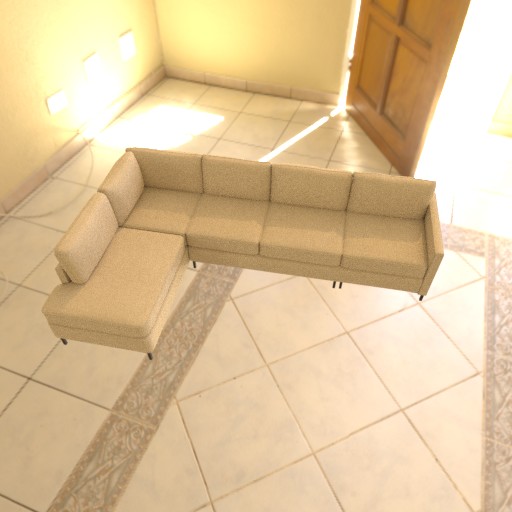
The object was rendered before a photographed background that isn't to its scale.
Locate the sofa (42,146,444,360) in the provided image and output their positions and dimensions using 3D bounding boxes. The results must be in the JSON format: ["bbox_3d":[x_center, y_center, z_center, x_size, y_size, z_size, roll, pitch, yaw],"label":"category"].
[{"bbox_3d":[0.000,0.000,4.262,3.384,0.996,2.048,8,47,7],"label":"sofa"}]
